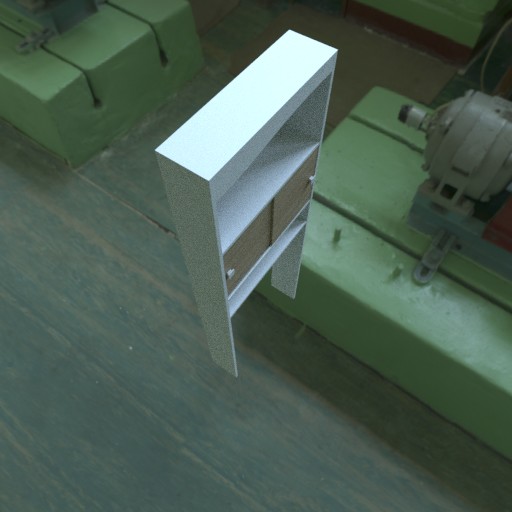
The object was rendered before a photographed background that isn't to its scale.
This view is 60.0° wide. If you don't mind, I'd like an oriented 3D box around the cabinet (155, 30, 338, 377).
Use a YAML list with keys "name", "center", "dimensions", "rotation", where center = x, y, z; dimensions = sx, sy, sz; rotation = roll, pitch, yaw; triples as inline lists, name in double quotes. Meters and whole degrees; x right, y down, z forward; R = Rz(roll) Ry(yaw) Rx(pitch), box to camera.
- name: "cabinet"
  center: [0.000, 0.000, 2.019]
  dimensions: [0.192, 1.770, 0.643]
  rotation: [31, 64, 17]
